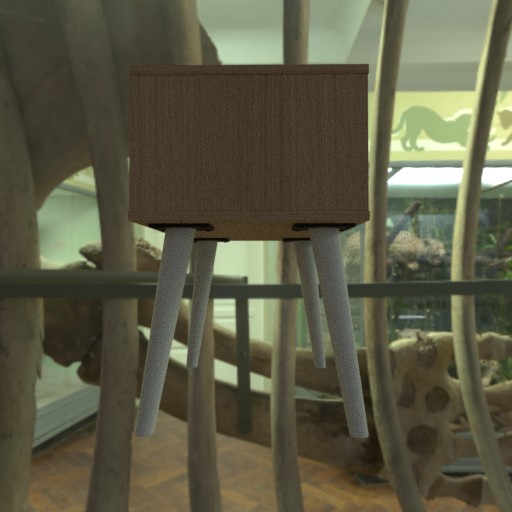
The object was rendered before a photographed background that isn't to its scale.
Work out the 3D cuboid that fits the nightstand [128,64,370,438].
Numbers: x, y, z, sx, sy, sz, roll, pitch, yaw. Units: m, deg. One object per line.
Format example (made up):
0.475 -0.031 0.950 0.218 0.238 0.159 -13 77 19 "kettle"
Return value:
0.000 0.000 1.000 0.407 0.610 0.571 0 -1 1 "nightstand"
